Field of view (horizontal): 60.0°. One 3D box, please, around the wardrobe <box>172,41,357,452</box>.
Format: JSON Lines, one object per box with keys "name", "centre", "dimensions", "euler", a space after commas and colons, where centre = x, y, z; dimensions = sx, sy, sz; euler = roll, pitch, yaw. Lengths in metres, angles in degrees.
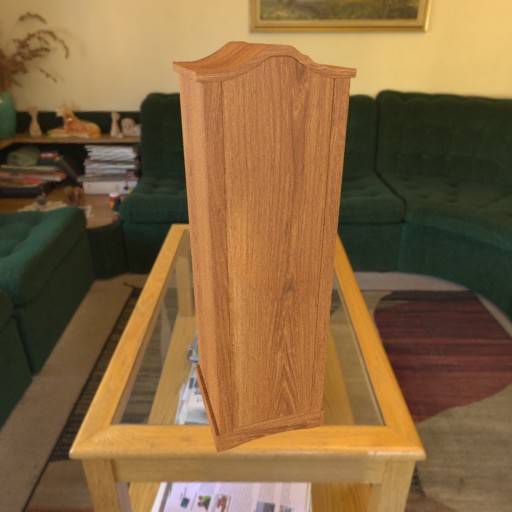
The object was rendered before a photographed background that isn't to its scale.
{"name": "wardrobe", "centre": [0.000, 0.000, 2.153], "dimensions": [0.590, 1.870, 0.570], "euler": [-8, 28, -15]}
